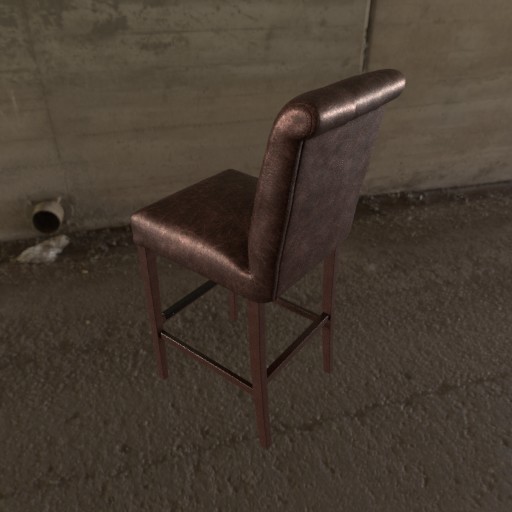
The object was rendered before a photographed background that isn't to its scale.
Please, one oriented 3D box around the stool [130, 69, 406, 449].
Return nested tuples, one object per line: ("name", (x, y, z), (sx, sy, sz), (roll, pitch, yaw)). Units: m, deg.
("stool", (0.000, 0.000, 1.463), (0.659, 1.168, 0.483), (23, 39, 31))
